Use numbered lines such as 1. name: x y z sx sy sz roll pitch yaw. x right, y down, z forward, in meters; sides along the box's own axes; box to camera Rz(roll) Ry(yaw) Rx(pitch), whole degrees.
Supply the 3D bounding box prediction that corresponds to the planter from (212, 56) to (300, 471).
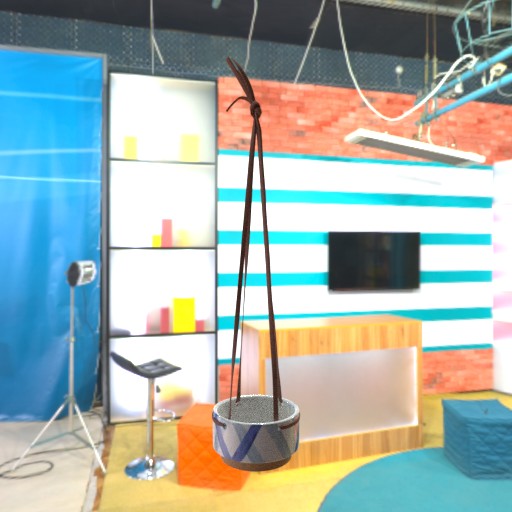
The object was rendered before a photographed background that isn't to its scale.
1. planter: 0.000 0.000 0.839 0.166 0.751 0.166 0 0 37
